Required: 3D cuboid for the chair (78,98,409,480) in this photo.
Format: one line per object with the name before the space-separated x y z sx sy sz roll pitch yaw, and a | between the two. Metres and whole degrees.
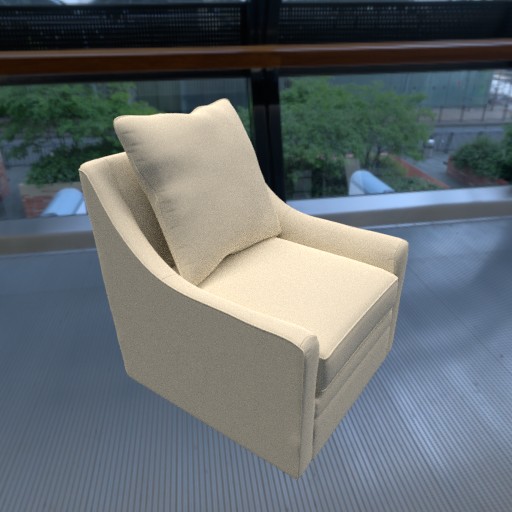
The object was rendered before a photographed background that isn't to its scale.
chair | 0.000 0.000 1.576 0.876 0.965 0.756 18 32 32
